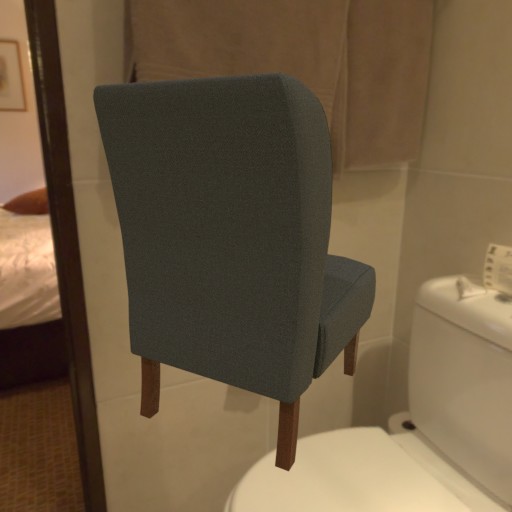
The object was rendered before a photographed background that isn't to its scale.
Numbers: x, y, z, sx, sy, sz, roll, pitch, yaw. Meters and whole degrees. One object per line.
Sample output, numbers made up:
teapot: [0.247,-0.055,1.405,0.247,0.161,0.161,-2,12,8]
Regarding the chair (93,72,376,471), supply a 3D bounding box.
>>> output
chair: [0.000,0.000,1.149,0.513,0.804,0.592,8,18,27]
